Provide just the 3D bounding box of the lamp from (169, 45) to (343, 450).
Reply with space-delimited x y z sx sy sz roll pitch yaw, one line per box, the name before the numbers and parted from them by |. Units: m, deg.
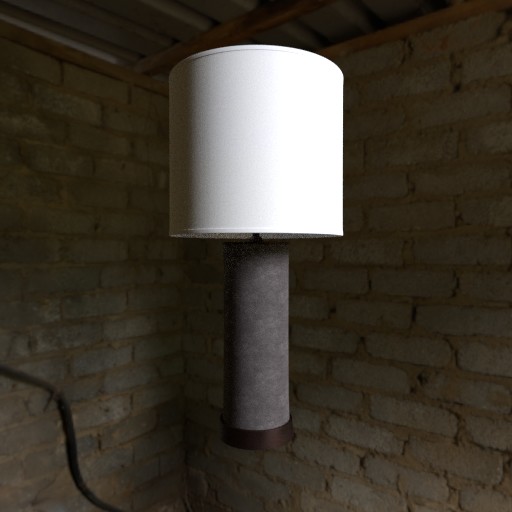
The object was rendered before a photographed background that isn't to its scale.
lamp | 0.000 0.000 0.782 0.301 0.630 0.301 0 1 0
